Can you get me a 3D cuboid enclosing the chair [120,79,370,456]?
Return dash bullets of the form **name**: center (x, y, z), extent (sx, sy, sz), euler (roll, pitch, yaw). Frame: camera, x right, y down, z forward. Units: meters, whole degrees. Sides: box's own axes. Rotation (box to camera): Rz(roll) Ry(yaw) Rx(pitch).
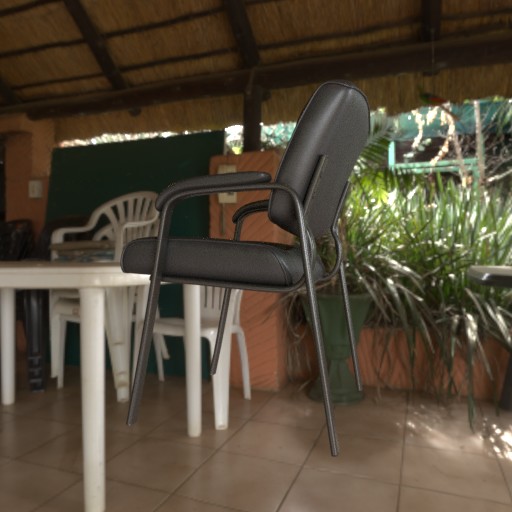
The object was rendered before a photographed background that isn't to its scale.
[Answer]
- **chair**: center (0.000, 0.000, 1.355), extent (0.668, 0.910, 0.591), euler (0, 1, 19)
